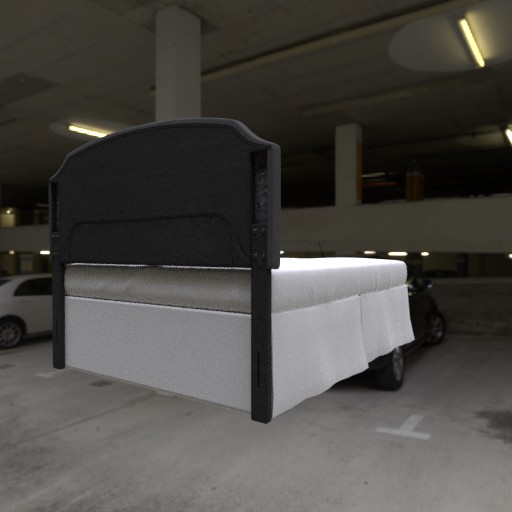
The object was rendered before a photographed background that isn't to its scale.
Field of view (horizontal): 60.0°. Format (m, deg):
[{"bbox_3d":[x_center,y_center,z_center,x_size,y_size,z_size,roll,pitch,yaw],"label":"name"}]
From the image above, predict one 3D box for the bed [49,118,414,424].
[{"bbox_3d":[0.000,0.000,2.935,1.558,1.270,1.999,1,1,34],"label":"bed"}]
